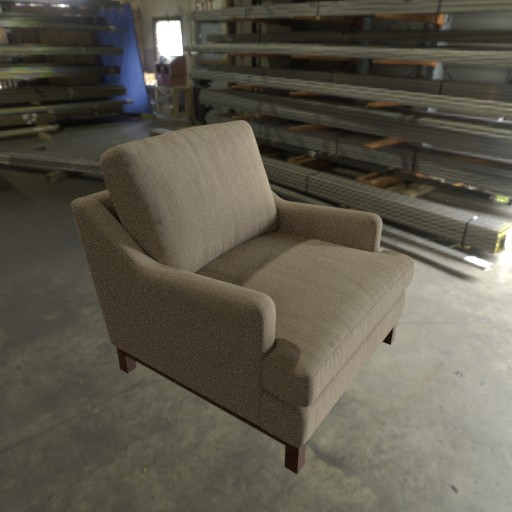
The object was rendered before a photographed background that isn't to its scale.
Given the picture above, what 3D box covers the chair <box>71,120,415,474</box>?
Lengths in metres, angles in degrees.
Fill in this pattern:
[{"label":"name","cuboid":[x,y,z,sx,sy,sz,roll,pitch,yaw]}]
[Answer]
[{"label":"chair","cuboid":[0.000,0.000,1.731,1.001,0.916,0.912,17,31,32]}]
